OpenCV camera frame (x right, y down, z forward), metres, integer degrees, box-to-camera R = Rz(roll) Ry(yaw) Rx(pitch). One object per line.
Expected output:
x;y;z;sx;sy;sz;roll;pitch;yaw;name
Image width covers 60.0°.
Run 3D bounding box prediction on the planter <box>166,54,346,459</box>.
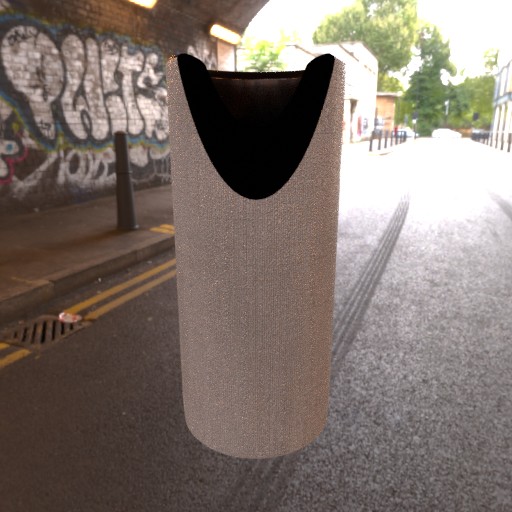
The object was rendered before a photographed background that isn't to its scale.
0.000;0.000;0.127;0.045;0.103;0.045;-9;18;-27;planter
